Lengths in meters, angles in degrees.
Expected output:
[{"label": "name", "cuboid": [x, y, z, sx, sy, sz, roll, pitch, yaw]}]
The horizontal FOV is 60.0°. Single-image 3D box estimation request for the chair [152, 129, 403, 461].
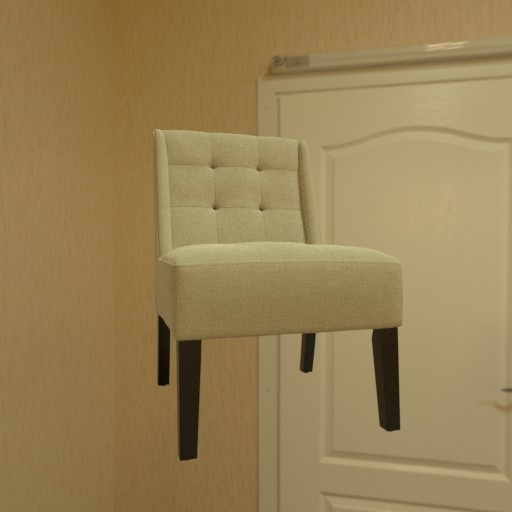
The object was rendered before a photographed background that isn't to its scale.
[{"label": "chair", "cuboid": [0.000, 0.000, 1.309, 0.569, 0.853, 0.676, 0, 1, -17]}]
